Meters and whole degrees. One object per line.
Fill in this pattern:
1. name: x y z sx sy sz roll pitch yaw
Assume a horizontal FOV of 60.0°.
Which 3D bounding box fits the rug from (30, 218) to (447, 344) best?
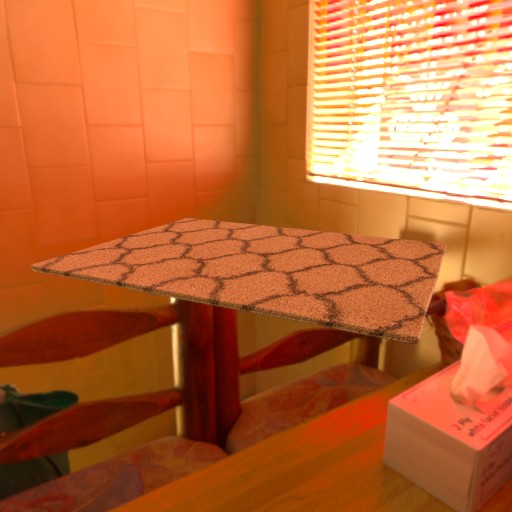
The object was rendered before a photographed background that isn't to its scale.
1. rug: 0.000 0.000 2.095 1.600 0.025 1.200 8 18 25
